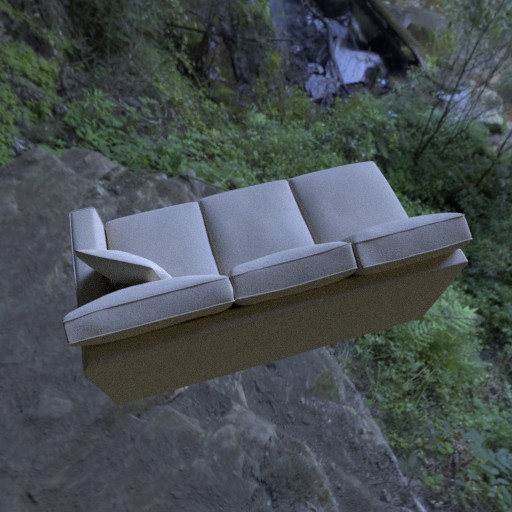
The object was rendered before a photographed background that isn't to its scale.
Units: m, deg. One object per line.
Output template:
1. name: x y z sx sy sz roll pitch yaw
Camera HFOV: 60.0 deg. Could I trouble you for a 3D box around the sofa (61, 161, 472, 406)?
1. sofa: 0.000 0.000 2.581 1.963 0.946 1.034 -14 60 -8
